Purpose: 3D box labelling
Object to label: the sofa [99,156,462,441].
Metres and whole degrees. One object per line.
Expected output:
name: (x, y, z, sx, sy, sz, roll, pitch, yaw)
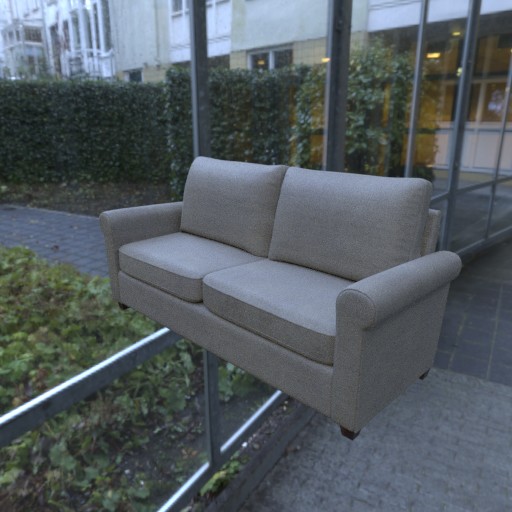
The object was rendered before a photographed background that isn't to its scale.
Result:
sofa: (0.000, 0.000, 2.426, 1.935, 0.942, 0.842, 17, 24, 42)
